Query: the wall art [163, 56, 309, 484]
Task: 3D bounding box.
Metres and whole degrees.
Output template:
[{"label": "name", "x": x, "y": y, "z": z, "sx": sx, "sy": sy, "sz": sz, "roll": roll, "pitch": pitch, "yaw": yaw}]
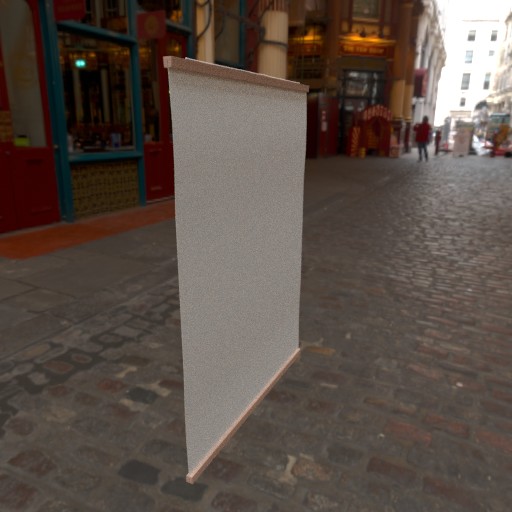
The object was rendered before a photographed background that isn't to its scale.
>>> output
[{"label": "wall art", "x": 0.000, "y": 0.000, "z": 1.317, "sx": 0.020, "sy": 1.013, "sz": 0.758, "roll": 8, "pitch": 18, "yaw": 26}]
